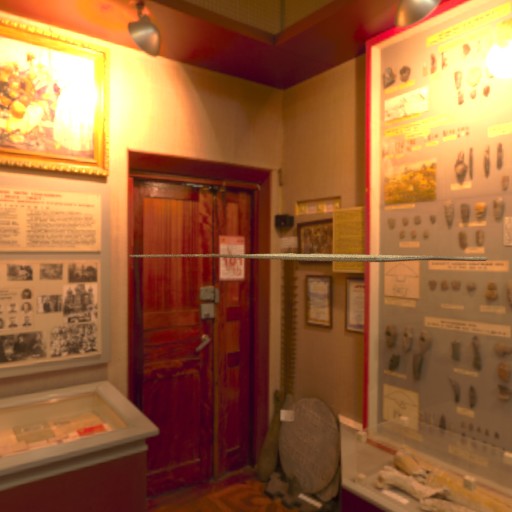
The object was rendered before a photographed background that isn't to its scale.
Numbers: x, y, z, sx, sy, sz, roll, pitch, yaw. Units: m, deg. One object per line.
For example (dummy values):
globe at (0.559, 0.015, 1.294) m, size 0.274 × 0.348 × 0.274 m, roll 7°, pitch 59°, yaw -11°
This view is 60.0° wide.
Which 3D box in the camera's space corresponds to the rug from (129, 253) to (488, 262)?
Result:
rug at (0.000, 0.000, 2.535) m, size 0.692 × 0.032 × 2.320 m, roll 0°, pitch 0°, yaw -35°
